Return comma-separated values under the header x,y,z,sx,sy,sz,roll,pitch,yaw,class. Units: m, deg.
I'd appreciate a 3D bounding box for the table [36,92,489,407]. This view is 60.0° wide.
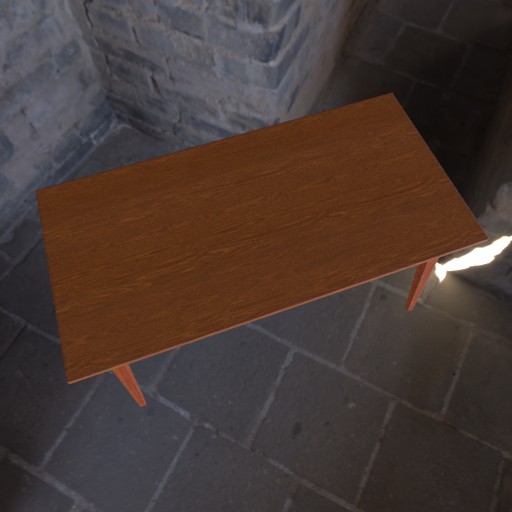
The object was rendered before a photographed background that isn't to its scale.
x,y,z,sx,sy,sz,roll,pitch,yaw,class
0.000,0.000,2.083,1.609,0.755,0.811,-18,65,-8,table
